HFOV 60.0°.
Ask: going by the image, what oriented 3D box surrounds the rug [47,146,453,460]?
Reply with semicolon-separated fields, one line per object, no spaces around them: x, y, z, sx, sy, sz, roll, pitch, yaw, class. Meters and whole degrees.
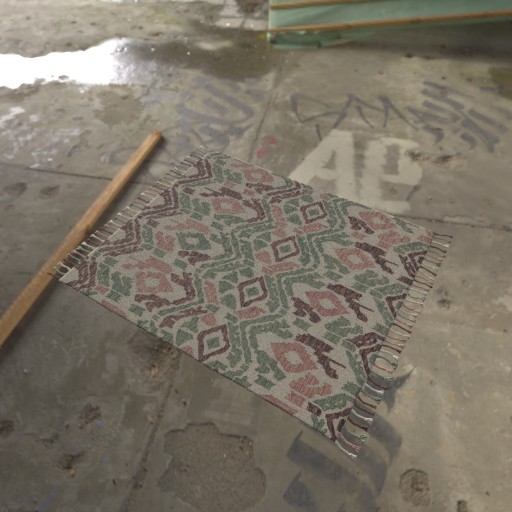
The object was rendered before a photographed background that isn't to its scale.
0.000;0.000;4.154;3.048;0.010;2.438;24;52;21;rug
